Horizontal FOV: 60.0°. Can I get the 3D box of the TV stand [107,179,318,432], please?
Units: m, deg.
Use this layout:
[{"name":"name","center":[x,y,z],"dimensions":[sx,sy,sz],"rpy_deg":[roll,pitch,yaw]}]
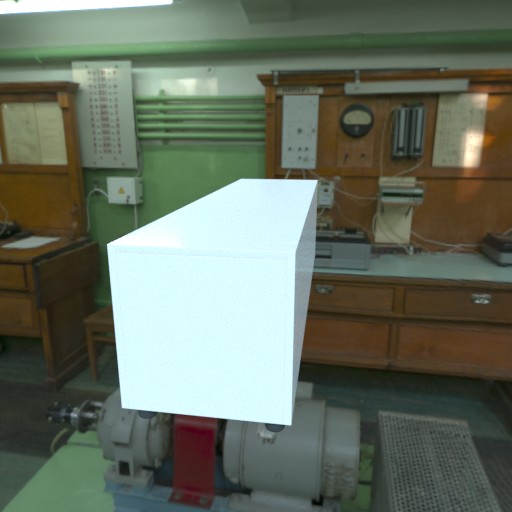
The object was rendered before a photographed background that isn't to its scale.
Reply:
[{"name":"TV stand","center":[0.000,0.000,1.704],"dimensions":[0.410,0.440,1.500],"rpy_deg":[2,16,9]}]
